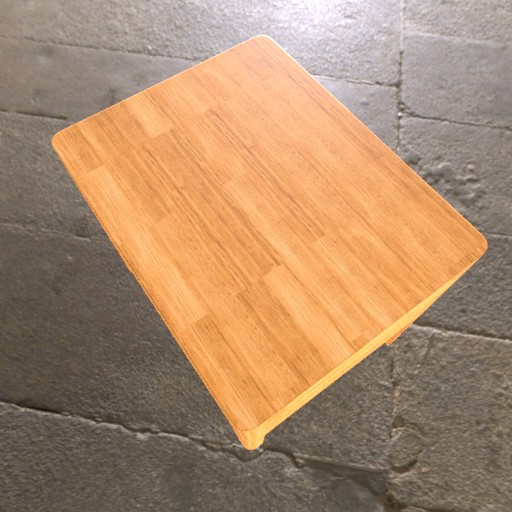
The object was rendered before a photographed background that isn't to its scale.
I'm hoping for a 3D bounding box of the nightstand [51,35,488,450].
[{"bbox_3d":[0.000,0.000,0.891,0.440,0.470,0.560,-33,68,-15],"label":"nightstand"}]
